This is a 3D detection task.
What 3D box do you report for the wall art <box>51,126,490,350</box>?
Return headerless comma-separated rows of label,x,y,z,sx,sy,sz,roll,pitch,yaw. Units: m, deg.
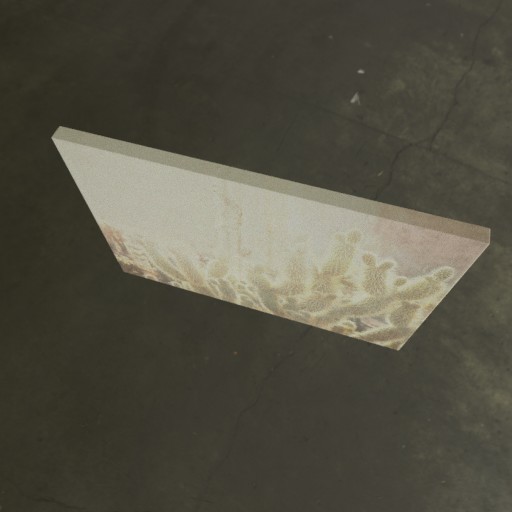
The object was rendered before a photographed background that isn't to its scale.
wall art,0.000,0.000,1.158,0.916,0.608,0.040,15,61,9
